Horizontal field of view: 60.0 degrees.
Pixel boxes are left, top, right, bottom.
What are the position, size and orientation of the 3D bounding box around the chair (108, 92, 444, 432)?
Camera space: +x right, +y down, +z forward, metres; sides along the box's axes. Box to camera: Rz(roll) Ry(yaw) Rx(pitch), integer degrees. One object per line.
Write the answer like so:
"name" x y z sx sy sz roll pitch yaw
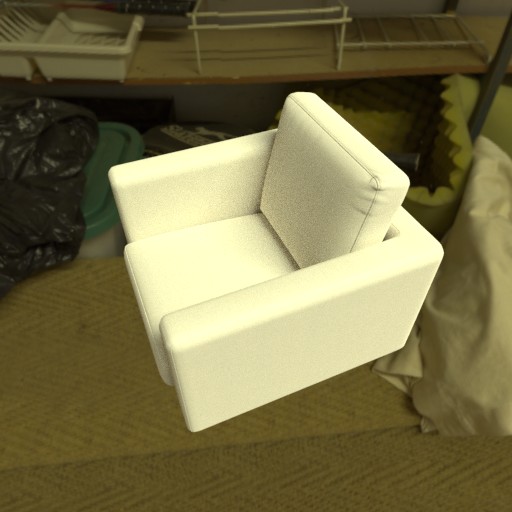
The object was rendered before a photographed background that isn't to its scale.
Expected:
"chair" 0.000 0.000 1.594 0.879 0.899 0.831 -17 48 -16
